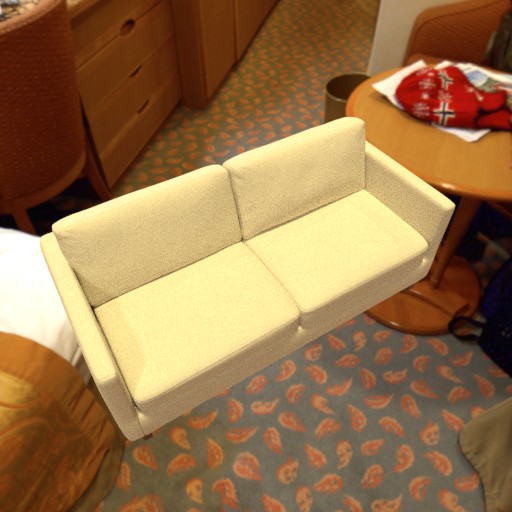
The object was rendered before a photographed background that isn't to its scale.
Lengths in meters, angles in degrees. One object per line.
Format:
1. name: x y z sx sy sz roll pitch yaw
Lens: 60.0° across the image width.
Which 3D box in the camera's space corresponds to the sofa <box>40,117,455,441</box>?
1. sofa: 0.000 0.000 2.453 1.981 0.889 0.965 -24 52 -21
